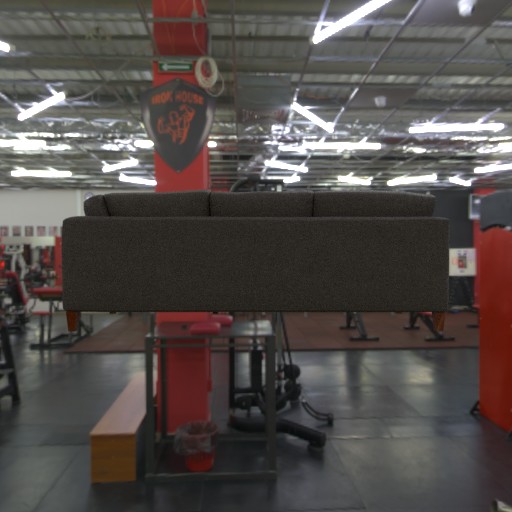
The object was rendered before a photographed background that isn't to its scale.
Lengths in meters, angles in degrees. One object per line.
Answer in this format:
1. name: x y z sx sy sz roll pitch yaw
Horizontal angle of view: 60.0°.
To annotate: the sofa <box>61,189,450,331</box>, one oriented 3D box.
1. sofa: 0.000 0.000 4.610 2.594 0.961 3.460 0 1 0
